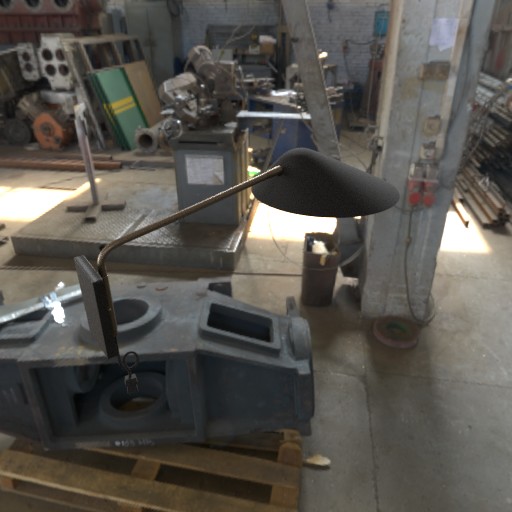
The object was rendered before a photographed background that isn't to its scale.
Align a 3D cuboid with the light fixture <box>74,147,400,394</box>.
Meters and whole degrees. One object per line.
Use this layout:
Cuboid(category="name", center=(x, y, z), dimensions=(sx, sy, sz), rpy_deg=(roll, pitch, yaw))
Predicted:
Cuboid(category="light fixture", center=(0.000, 0.000, 0.696), dimensions=(0.516, 0.312, 0.240), rpy_deg=(-19, 33, -31))
